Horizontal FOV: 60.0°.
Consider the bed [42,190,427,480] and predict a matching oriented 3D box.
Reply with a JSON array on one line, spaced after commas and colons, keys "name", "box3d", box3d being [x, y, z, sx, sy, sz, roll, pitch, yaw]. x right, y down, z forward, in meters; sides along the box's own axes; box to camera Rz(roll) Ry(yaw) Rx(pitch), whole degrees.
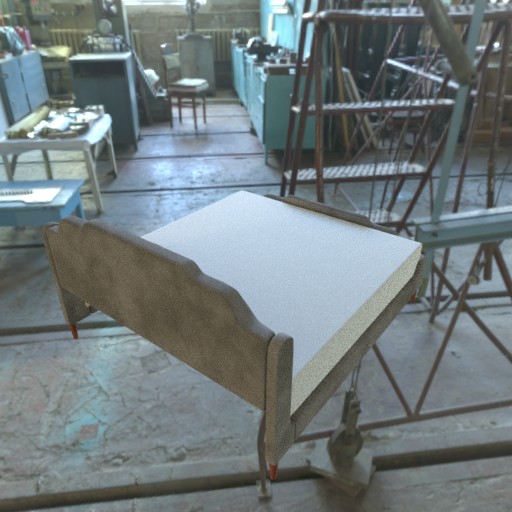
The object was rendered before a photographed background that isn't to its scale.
[{"name": "bed", "box3d": [0.000, 0.000, 3.582, 2.074, 1.245, 2.340, 21, 36, 32]}]
